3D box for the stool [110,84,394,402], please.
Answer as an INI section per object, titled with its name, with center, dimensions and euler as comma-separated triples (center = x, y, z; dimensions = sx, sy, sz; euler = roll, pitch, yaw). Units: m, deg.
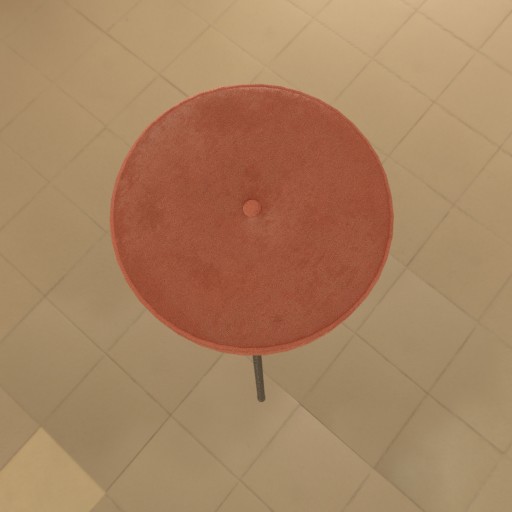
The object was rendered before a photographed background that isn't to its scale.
[stool]
center = 0.000, 0.000, 0.906
dimensions = 0.421, 0.593, 0.457
euler = 39, 79, 9
